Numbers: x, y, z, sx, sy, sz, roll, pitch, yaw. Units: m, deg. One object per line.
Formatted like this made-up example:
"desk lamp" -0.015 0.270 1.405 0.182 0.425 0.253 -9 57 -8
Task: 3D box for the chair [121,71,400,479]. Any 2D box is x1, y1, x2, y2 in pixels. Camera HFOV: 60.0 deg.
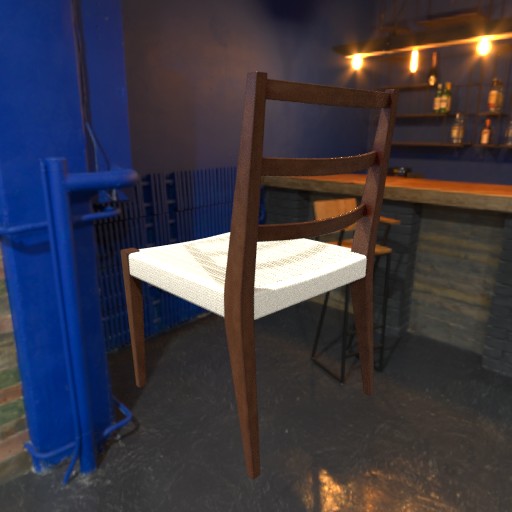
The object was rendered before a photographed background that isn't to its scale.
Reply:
"chair" 0.000 0.000 1.157 0.480 0.813 0.551 -14 21 -42
